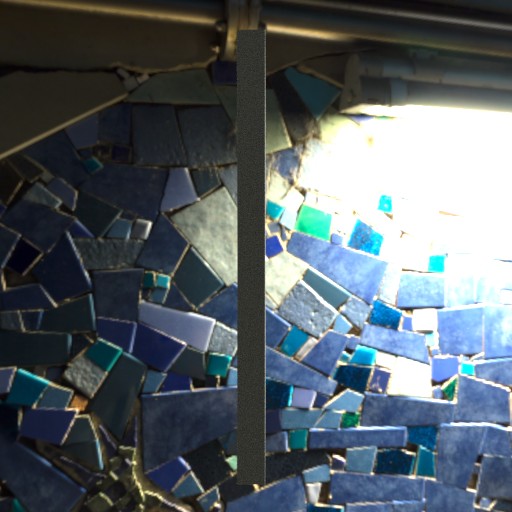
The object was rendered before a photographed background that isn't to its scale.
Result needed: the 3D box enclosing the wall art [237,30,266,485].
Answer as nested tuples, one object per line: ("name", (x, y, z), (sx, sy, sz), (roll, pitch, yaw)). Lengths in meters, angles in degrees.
("wall art", (0.000, 0.000, 0.899), (0.038, 0.610, 0.610), (0, 1, 1))
